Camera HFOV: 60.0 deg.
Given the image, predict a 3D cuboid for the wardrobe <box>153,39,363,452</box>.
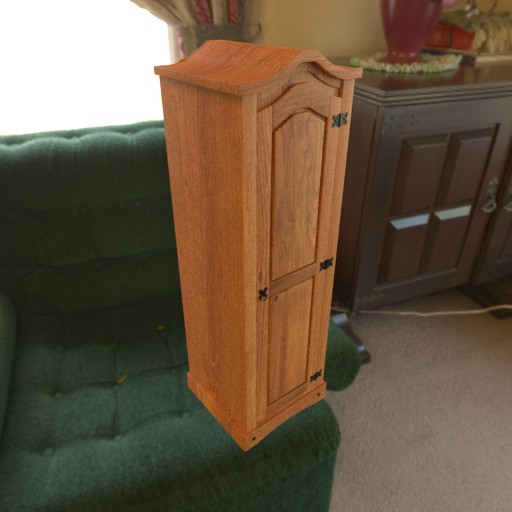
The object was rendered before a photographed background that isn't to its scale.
[{"bbox_3d":[0.000,0.000,2.156,0.590,1.870,0.570,-22,37,-32],"label":"wardrobe"}]
